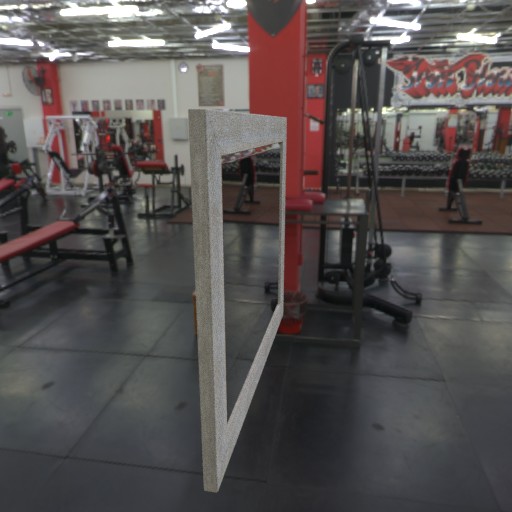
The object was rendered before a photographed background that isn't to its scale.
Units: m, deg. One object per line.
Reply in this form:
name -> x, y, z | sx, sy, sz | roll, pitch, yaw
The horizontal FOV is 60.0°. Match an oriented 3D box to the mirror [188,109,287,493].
mirror -> 0.000, 0.000, 1.132 | 0.028, 0.689, 0.839 | 3, 17, 11
